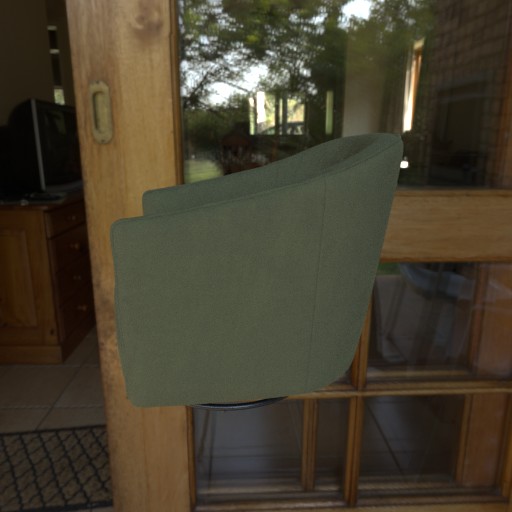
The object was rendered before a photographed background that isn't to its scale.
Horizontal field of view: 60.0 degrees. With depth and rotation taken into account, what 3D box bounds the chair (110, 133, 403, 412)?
[{"bbox_3d":[0.000,0.000,1.490,0.875,0.799,0.747,-2,14,-7],"label":"chair"}]
